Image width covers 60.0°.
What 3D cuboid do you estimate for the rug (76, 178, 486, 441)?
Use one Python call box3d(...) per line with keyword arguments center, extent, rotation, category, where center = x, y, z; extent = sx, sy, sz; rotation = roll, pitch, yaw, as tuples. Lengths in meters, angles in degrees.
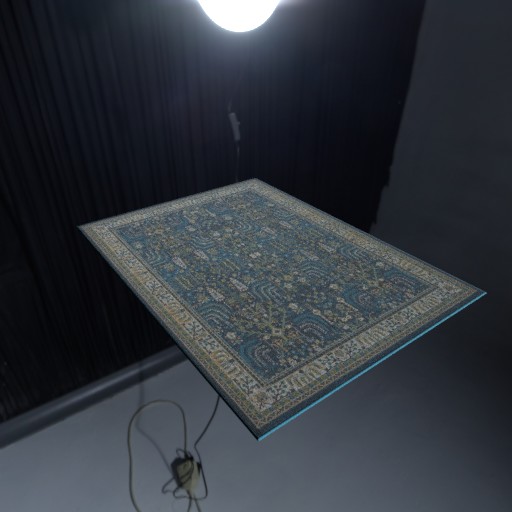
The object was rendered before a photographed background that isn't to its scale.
box3d(center=(0.000, 0.000, 3.939), extent=(2.226, 0.015, 3.044), rotation=(-21, 37, -31), category="rug")
